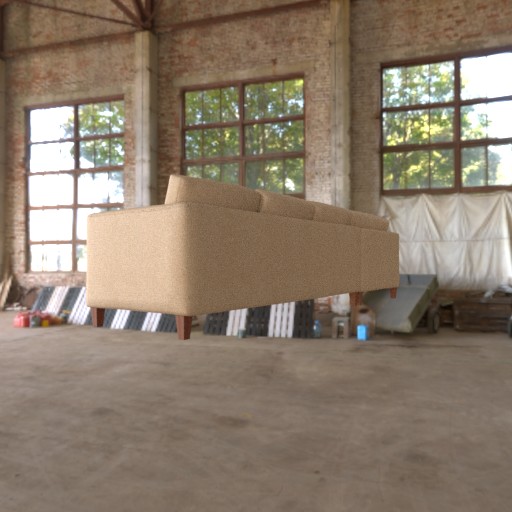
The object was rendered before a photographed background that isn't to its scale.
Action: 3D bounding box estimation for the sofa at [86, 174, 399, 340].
[{"bbox_3d":[0.000,0.000,3.878,1.502,0.876,3.201,0,-1,36],"label":"sofa"}]
